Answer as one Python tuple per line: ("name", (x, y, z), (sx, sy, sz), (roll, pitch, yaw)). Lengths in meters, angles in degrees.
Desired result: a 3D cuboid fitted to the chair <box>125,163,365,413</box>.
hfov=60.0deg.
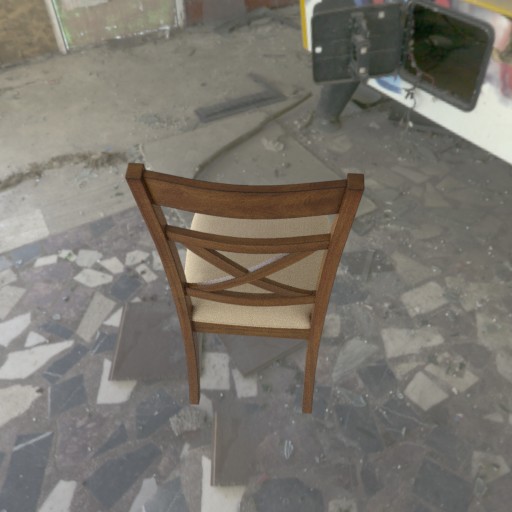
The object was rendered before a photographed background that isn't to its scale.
("chair", (0.000, 0.000, 1.277), (0.461, 0.949, 0.581), (3, 46, 3))
